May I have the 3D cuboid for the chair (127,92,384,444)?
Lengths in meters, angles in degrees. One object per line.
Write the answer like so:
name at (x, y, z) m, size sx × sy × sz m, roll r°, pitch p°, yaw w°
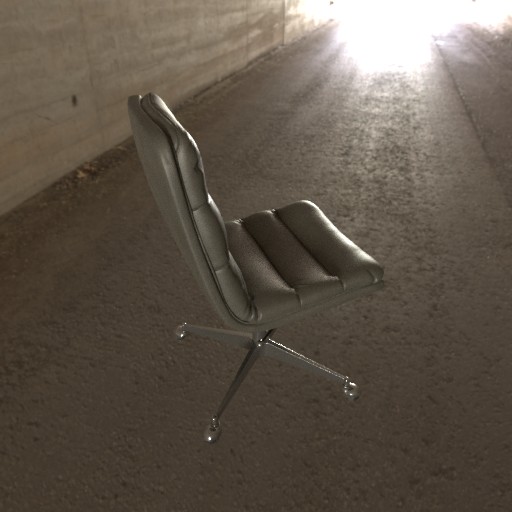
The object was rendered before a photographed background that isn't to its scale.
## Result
chair at (0.000, 0.000, 1.063) m, size 0.485 × 0.738 × 0.422 m, roll -11°, pitch 33°, yaw -17°
